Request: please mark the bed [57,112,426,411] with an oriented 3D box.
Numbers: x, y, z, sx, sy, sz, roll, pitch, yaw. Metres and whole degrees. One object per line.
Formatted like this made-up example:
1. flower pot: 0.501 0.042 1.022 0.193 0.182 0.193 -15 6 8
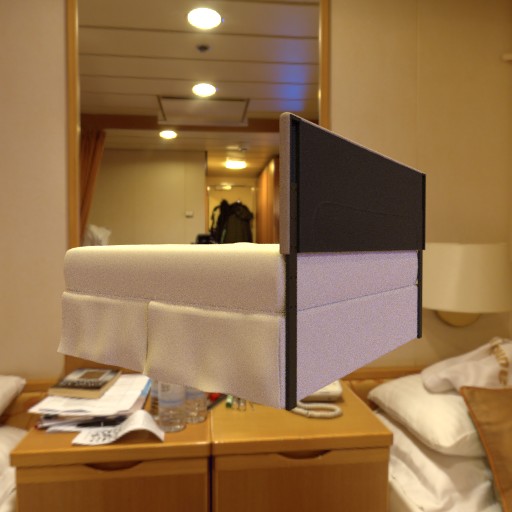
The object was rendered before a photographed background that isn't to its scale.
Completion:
1. bed: 0.000 0.000 3.368 1.914 1.346 2.170 1 2 37
